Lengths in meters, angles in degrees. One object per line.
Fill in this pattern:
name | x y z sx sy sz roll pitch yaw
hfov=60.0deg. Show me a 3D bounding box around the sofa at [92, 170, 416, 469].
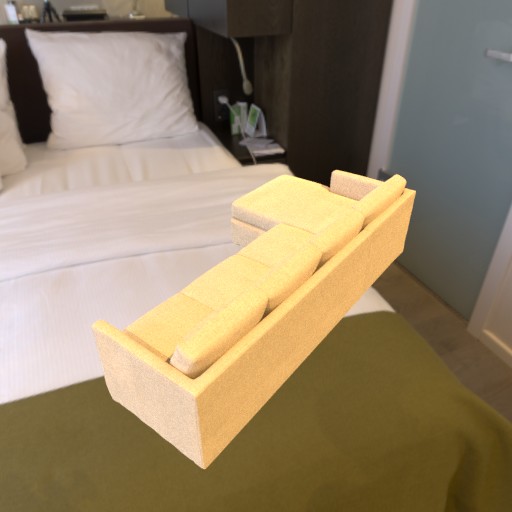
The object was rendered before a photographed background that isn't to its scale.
sofa | 0.000 0.000 3.967 1.650 0.922 3.205 23 40 30
